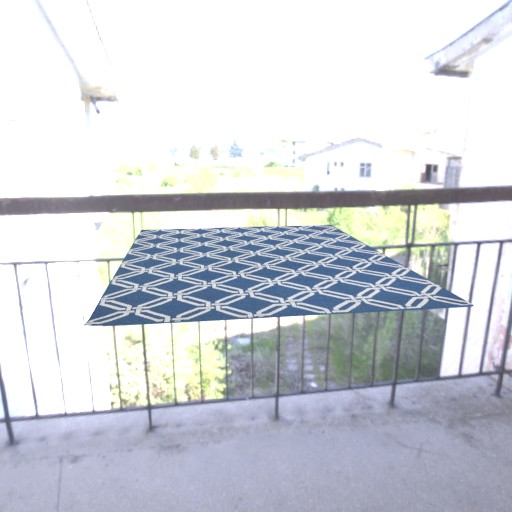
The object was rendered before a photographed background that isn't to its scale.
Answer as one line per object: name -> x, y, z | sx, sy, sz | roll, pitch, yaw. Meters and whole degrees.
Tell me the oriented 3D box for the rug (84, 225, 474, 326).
rug -> 0.000, 0.000, 3.896 | 2.277, 0.020, 2.867 | -2, 14, -8
